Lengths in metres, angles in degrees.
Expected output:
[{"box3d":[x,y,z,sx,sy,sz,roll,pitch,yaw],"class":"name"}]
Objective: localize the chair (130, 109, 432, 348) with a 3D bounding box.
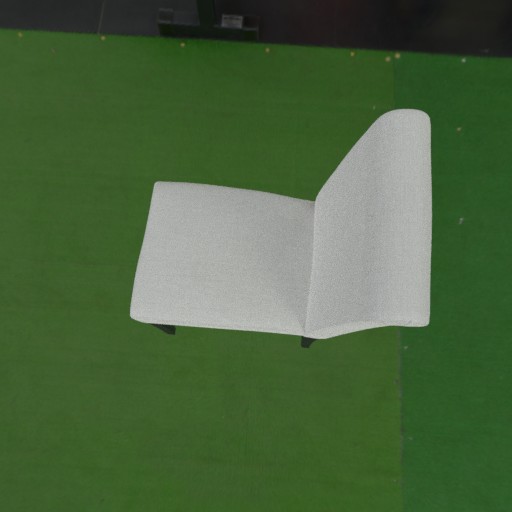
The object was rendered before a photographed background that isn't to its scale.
[{"box3d":[0.000,0.000,1.336,0.708,0.976,0.452,6,75,2],"class":"chair"}]
